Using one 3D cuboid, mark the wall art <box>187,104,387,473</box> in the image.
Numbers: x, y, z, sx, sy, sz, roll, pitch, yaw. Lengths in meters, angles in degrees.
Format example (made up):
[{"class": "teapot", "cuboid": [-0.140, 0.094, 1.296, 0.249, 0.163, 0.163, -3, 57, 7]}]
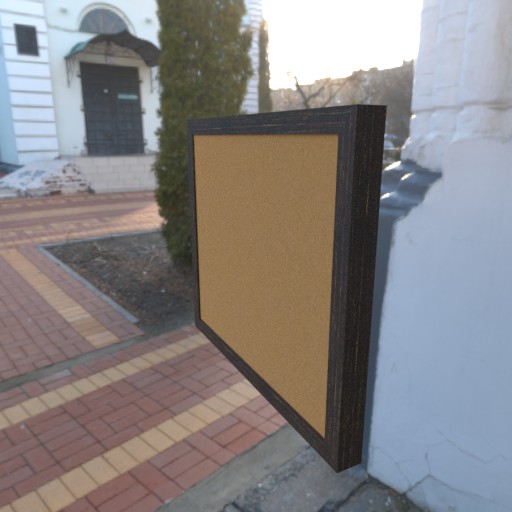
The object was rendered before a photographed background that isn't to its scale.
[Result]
[{"class": "wall art", "cuboid": [0.000, 0.000, 0.544, 0.031, 0.330, 0.381, -8, 17, -27]}]
